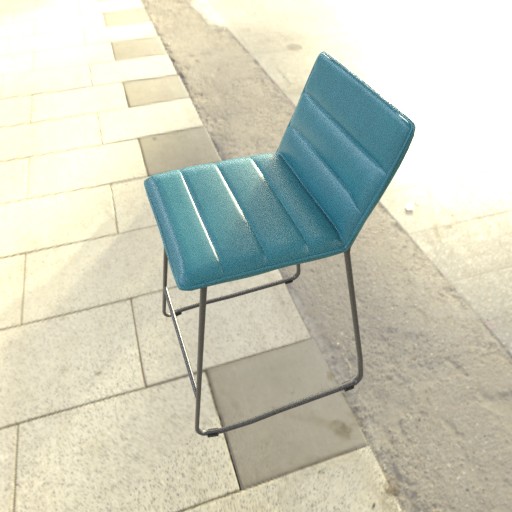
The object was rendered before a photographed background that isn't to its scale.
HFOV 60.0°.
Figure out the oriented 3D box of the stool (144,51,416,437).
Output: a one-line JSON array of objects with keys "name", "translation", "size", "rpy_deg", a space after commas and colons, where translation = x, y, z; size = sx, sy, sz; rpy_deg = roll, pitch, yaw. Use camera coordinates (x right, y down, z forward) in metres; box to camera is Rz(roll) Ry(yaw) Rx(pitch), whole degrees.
[{"name": "stool", "translation": [0.000, 0.000, 1.166], "size": [0.524, 0.866, 0.489], "rpy_deg": [-15, 47, -14]}]
